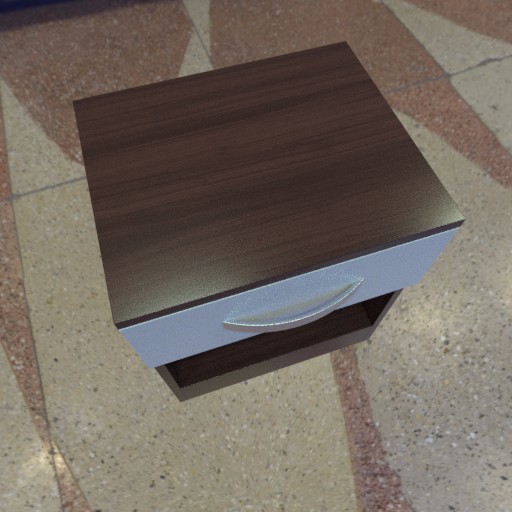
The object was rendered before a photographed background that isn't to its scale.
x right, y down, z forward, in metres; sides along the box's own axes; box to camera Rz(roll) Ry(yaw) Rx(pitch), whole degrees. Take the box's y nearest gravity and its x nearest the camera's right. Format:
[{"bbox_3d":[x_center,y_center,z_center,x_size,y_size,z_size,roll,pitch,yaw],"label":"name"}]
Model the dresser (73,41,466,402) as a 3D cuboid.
[{"bbox_3d":[0.000,0.000,0.748,0.400,0.470,0.360,-16,62,-9],"label":"dresser"}]
